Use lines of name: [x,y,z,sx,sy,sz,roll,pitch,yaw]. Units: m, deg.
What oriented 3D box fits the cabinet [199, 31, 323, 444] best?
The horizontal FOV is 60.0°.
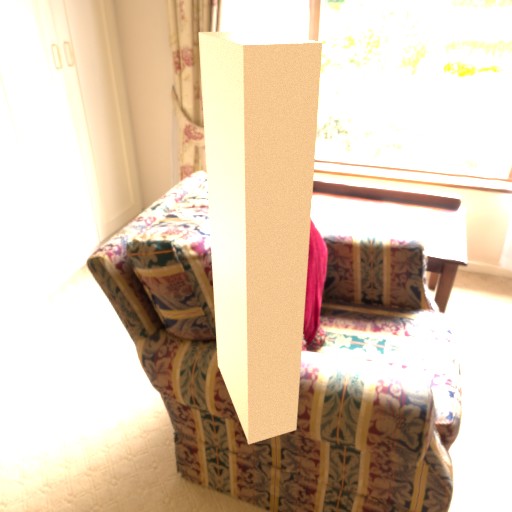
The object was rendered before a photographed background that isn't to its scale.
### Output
cabinet: [0.000,0.000,1.833,0.255,1.630,0.520,-10,32,-17]
